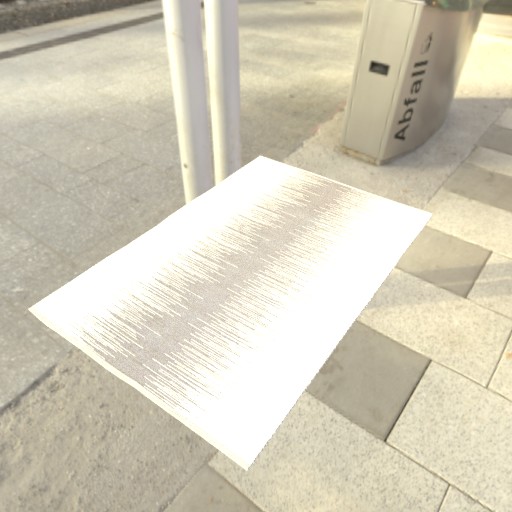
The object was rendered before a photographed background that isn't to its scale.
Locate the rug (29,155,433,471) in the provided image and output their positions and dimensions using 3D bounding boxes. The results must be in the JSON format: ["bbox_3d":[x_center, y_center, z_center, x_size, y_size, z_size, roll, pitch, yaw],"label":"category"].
[{"bbox_3d":[0.000,0.000,2.274,1.226,0.007,1.815,25,46,27],"label":"rug"}]
